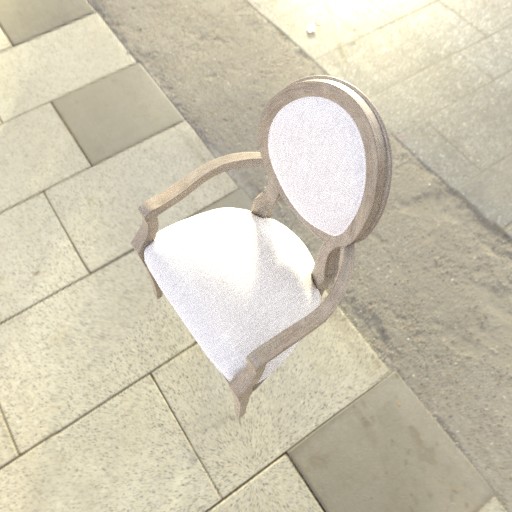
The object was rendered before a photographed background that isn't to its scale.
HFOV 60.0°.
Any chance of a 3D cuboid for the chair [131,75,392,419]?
[{"bbox_3d":[0.000,0.000,1.368,0.602,0.991,0.611,-33,68,-15],"label":"chair"}]
